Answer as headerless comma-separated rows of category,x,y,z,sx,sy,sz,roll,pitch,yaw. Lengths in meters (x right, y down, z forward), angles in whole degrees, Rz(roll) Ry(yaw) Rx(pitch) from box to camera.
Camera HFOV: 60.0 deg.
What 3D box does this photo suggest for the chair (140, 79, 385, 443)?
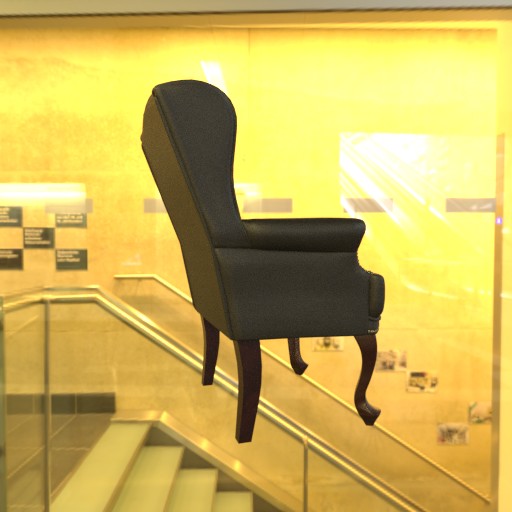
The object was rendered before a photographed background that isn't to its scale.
chair,0.000,0.000,1.679,0.822,1.133,0.831,-1,2,-18
